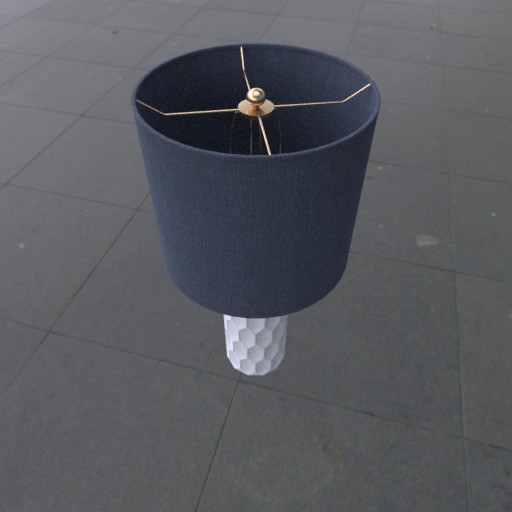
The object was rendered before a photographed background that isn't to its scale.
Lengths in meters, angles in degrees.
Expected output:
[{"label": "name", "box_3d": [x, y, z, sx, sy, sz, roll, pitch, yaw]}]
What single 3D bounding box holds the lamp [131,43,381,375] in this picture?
[{"label": "lamp", "box_3d": [0.000, 0.000, 0.690, 0.277, 0.537, 0.277, 23, 50, 21]}]
